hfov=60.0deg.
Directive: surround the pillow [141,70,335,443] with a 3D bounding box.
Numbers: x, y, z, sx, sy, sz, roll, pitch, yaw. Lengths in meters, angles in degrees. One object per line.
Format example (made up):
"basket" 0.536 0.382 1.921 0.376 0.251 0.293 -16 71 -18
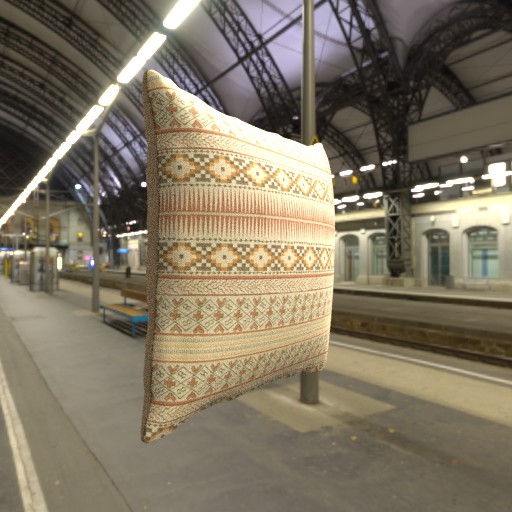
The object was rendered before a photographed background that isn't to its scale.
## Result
"pillow" 0.000 0.000 0.811 0.215 0.519 0.521 0 -1 36
